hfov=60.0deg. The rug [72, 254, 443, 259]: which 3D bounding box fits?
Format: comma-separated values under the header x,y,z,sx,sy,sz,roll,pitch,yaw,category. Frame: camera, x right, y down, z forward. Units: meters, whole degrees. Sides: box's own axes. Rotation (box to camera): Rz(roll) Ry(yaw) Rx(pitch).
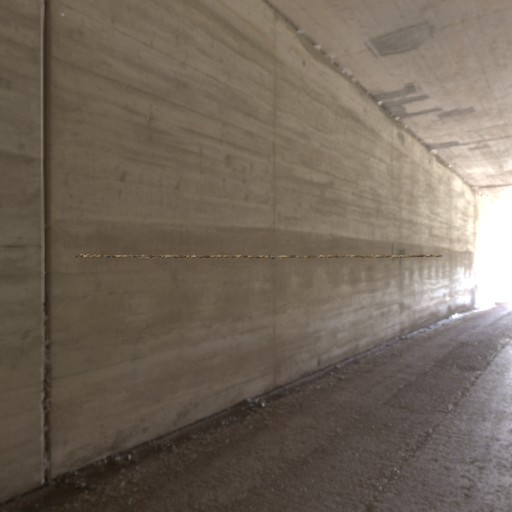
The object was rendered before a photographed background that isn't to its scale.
x,y,z,sx,sy,sz,roll,pitch,yaw,category
0.000,0.000,2.359,1.218,0.017,1.861,0,0,-1,rug
